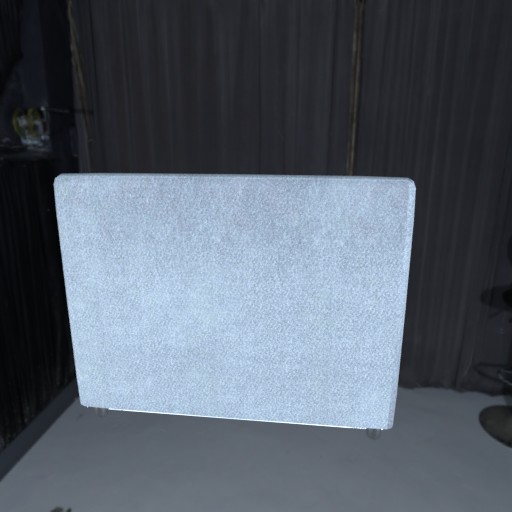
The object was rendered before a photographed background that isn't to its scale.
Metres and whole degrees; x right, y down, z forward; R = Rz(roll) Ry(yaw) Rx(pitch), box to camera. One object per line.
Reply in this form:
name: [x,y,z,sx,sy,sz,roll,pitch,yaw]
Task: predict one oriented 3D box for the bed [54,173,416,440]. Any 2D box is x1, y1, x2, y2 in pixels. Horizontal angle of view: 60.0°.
bed: [0.000,0.000,3.142,1.713,1.330,2.142,2,16,7]
